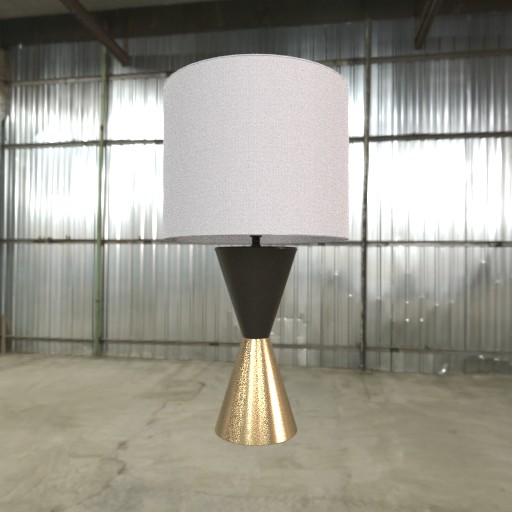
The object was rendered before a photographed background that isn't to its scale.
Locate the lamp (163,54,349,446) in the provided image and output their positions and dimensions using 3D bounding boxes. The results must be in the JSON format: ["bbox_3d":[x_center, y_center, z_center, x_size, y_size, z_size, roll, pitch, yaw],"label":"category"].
[{"bbox_3d":[0.000,0.000,0.738,0.304,0.573,0.304,-1,-1,37],"label":"lamp"}]
